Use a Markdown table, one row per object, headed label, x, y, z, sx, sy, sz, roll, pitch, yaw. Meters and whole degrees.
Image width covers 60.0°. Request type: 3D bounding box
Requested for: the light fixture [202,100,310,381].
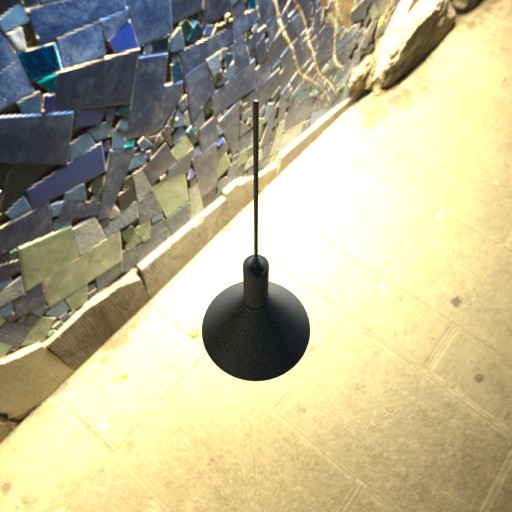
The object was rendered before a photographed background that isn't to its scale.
| label | x | y | z | sx | sy | sz | roll | pitch | yaw |
| --- | --- | --- | --- | --- | --- | --- | --- | --- | --- |
| light fixture | 0.000 | 0.000 | 0.810 | 0.267 | 0.683 | 0.267 | -31 | 63 | -18 |
